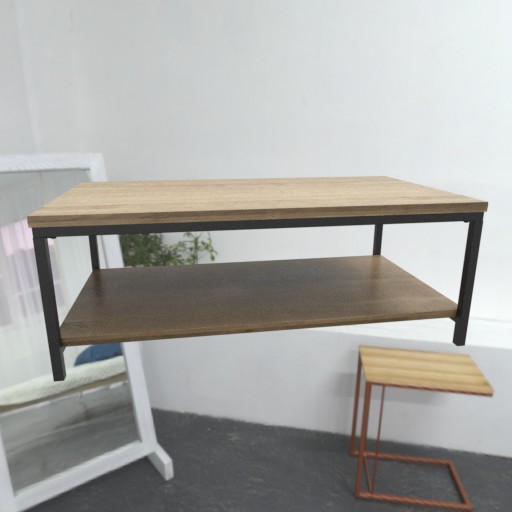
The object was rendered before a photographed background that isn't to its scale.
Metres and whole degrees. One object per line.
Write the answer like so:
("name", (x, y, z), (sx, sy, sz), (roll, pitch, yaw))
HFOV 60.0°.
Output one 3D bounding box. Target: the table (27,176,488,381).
("table", (0.000, 0.000, 1.331), (1.062, 0.393, 0.574), (-3, 17, -9))
